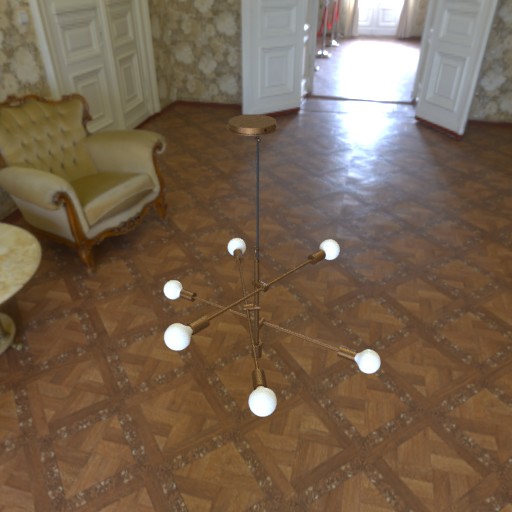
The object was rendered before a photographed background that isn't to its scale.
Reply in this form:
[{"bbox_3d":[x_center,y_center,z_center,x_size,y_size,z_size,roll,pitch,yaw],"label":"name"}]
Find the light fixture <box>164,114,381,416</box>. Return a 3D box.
[{"bbox_3d":[0.000,0.000,1.230,0.637,0.744,0.682,-19,38,-27],"label":"light fixture"}]
